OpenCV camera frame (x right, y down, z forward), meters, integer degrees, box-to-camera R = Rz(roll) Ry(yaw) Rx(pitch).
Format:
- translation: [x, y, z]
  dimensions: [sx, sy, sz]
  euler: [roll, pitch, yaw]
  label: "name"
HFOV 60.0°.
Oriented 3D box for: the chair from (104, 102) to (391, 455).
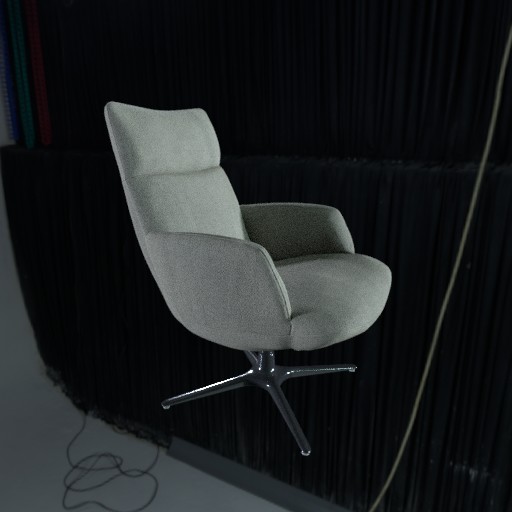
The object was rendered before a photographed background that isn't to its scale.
- translation: [0.000, 0.000, 1.551]
  dimensions: [0.889, 1.016, 0.711]
  euler: [8, 17, 26]
  label: "chair"
